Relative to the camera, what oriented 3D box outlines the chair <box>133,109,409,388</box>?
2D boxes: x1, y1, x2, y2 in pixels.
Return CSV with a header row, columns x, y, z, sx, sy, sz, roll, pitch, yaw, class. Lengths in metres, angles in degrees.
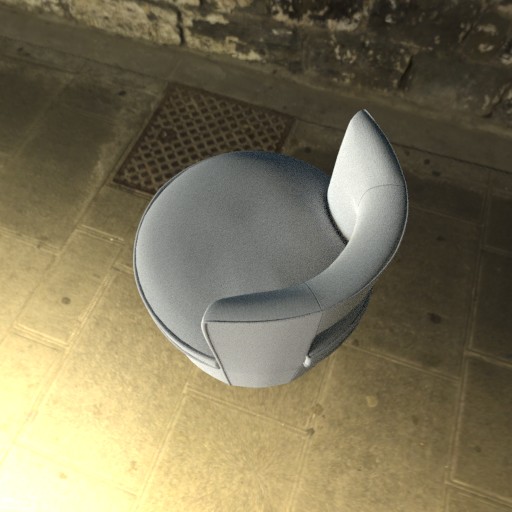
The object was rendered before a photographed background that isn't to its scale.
x,y,z,sx,sy,sz,roll,pitch,yaw,class
0.000,0.000,1.239,0.665,0.723,0.650,31,68,14,chair
